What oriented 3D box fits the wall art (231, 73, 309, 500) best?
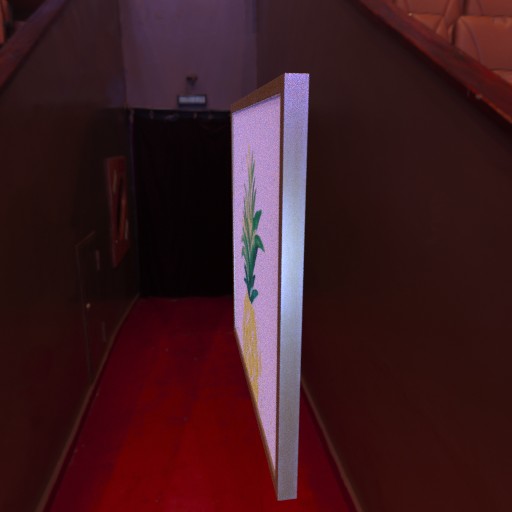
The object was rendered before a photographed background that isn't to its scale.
[{"bbox_3d":[0.000,0.000,1.110,0.037,0.760,0.762,-2,16,-9],"label":"wall art"}]
